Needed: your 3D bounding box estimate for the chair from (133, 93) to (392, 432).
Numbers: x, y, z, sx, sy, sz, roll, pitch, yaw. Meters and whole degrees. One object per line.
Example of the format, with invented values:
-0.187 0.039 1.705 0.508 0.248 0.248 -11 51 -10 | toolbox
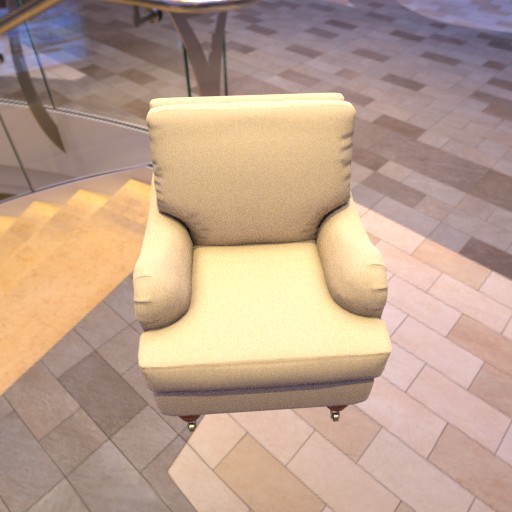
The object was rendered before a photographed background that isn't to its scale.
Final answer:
0.000 0.000 1.849 0.895 1.076 1.078 -3 45 -3 | chair
